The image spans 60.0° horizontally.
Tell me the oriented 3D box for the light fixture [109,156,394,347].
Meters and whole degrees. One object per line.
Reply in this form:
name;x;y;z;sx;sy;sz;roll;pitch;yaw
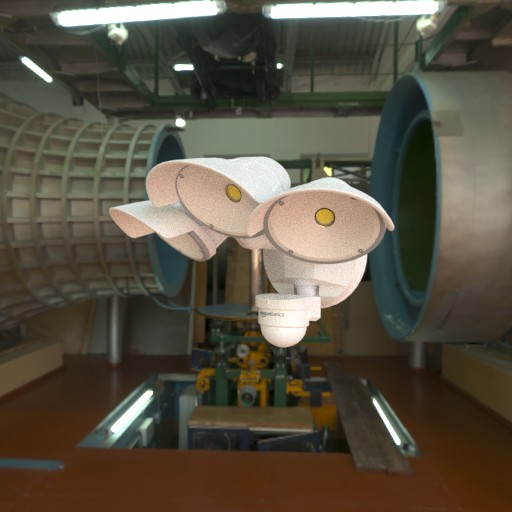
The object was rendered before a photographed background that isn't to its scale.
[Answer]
light fixture;0.000;0.000;0.529;0.369;0.237;0.278;1;1;38
